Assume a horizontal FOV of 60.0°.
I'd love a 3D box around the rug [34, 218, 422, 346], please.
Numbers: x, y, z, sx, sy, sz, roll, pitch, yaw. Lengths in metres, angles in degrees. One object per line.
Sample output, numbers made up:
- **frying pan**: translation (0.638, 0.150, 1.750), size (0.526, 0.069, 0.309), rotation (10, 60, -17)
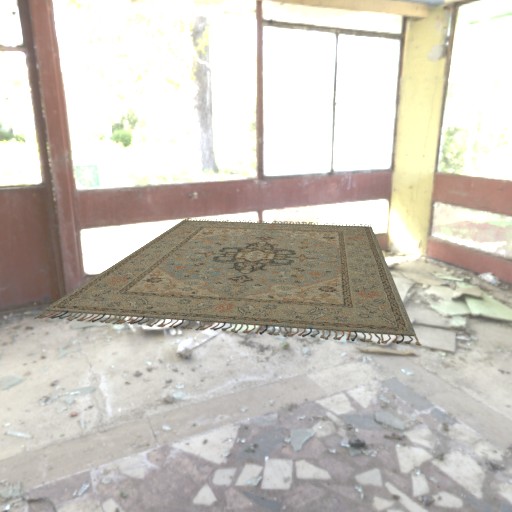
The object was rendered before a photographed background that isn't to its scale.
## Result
- **rug**: translation (0.000, 0.000, 3.435), size (1.971, 0.010, 2.651), rotation (3, 17, 9)
